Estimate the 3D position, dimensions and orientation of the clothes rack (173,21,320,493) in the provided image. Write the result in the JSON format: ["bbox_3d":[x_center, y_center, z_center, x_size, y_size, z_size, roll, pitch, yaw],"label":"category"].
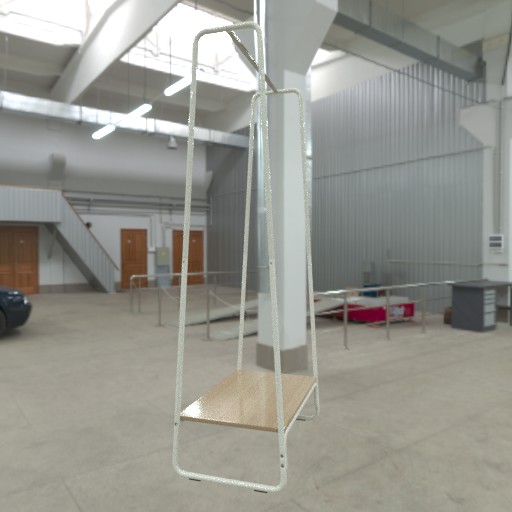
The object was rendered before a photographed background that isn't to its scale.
[{"bbox_3d":[0.000,0.000,1.740,0.400,1.500,0.640,0,1,18],"label":"clothes rack"}]
